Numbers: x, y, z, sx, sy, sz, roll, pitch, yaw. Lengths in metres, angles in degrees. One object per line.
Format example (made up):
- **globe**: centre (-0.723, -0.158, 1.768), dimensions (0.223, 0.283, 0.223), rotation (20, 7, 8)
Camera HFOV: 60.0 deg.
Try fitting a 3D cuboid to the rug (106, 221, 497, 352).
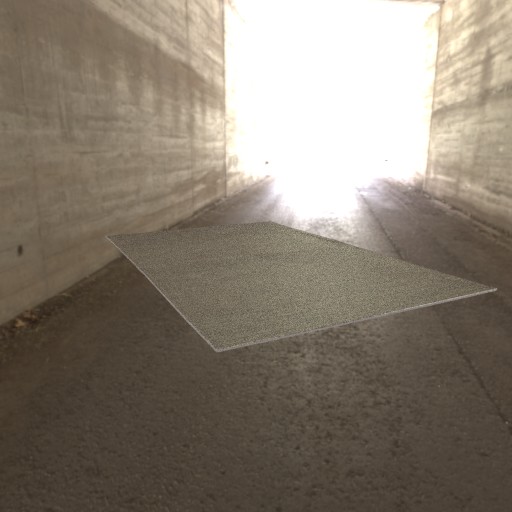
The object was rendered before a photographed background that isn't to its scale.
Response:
- **rug**: centre (0.000, 0.000, 2.183), dimensions (1.149, 0.021, 1.773), rotation (-7, 15, -26)
